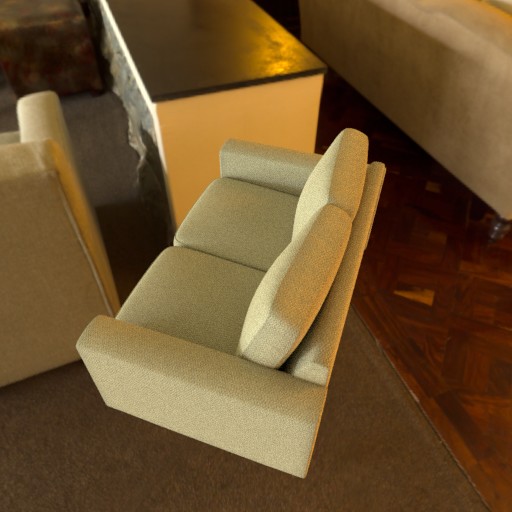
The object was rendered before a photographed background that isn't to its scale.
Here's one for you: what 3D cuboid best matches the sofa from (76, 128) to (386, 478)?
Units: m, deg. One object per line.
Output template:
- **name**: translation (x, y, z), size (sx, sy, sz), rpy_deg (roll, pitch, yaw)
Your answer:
- **sofa**: translation (0.000, 0.000, 2.224), size (1.016, 0.873, 1.616), rpy_deg (14, 48, 14)
